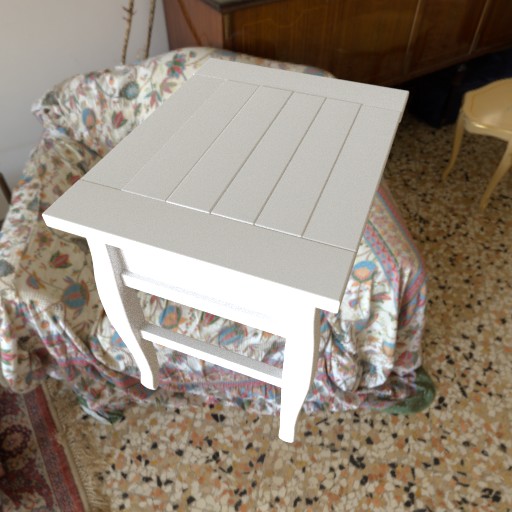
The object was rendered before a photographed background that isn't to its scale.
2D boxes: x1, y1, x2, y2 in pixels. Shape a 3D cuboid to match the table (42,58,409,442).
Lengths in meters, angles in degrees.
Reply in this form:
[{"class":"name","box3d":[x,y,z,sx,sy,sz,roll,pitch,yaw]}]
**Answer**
[{"class":"table","box3d":[0.000,0.000,1.020,0.463,0.605,0.599,16,49,14]}]
